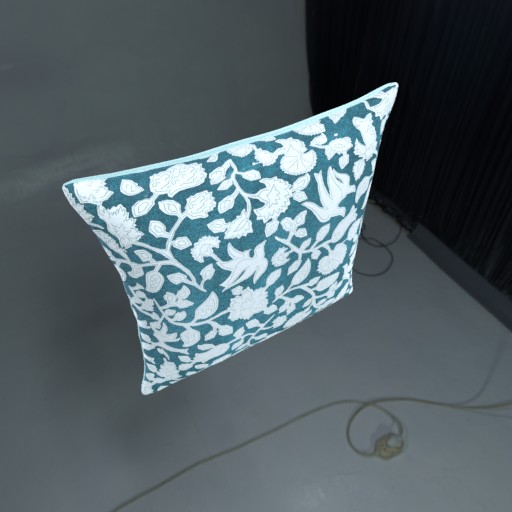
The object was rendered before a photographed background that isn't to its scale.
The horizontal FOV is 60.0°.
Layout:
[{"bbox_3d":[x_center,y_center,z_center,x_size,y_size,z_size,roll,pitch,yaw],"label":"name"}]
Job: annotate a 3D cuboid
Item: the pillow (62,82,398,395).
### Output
[{"bbox_3d":[0.000,0.000,0.788,0.525,0.508,0.166,-23,50,-20],"label":"pillow"}]
